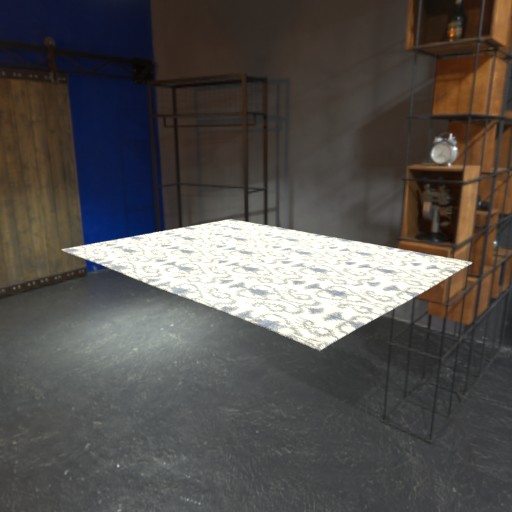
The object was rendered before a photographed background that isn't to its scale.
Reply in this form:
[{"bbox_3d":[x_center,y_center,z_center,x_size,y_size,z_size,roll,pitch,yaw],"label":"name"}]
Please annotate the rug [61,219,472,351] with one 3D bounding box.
[{"bbox_3d":[0.000,0.000,3.010,2.261,0.013,1.676,14,20,42],"label":"rug"}]
